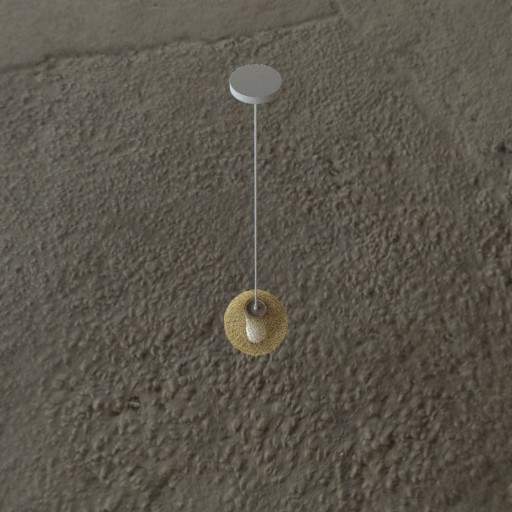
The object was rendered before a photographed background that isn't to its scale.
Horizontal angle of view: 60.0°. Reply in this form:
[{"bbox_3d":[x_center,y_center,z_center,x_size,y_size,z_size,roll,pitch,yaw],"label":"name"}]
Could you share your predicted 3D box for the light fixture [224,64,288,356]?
[{"bbox_3d":[0.000,0.000,2.158,0.407,1.955,0.406,-15,59,-10],"label":"light fixture"}]
